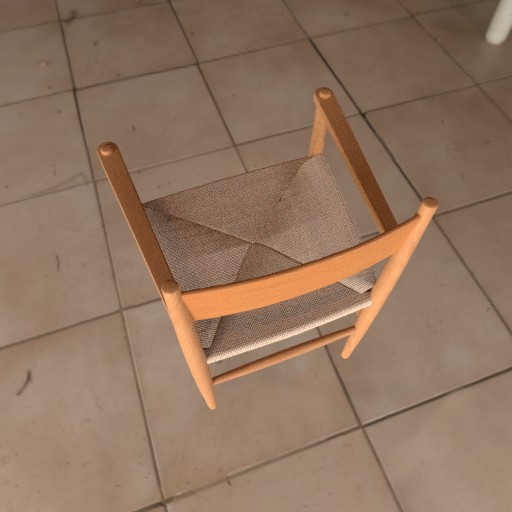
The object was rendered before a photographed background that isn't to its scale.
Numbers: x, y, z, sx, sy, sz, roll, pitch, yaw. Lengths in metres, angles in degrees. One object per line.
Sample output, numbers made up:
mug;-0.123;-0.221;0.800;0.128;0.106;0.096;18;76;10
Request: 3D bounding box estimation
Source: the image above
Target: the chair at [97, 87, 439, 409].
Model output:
chair;0.000;0.000;1.092;0.556;0.762;0.495;-18;60;-11
